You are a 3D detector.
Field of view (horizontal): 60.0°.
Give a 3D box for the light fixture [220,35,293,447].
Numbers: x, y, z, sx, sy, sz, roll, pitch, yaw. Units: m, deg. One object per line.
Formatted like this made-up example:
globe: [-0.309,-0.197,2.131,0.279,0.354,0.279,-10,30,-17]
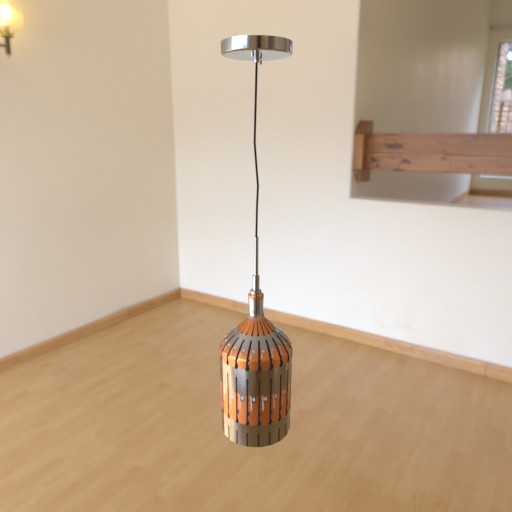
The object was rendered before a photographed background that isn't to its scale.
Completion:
light fixture: [0.000,0.000,1.740,0.303,1.535,0.303,0,16,0]
